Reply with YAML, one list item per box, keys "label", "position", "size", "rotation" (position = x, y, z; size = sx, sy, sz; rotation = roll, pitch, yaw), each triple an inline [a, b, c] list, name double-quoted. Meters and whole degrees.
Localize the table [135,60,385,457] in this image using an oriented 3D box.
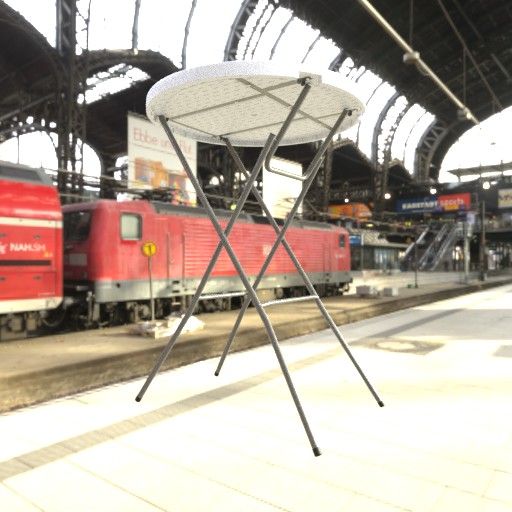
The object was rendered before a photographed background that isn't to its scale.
- label: "table"
  position: [0.000, 0.000, 1.643]
  size: [0.795, 1.105, 0.792]
  rotation: [0, -1, 36]
